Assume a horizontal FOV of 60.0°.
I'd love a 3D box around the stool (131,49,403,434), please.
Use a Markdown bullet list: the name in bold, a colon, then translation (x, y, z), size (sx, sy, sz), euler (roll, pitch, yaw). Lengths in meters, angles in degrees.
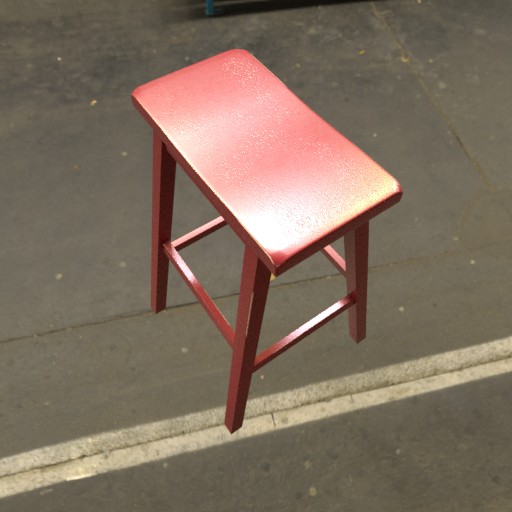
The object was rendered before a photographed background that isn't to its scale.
- **stool**: translation (0.000, 0.000, 1.035), size (0.476, 0.737, 0.457), euler (-30, 62, -18)
